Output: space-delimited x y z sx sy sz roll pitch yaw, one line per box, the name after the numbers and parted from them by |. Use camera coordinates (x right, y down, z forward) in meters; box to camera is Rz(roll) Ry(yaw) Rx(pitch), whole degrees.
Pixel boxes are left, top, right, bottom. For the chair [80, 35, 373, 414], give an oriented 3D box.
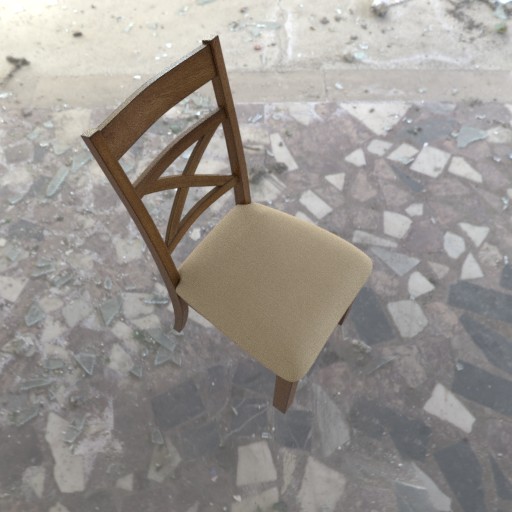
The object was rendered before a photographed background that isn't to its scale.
0.000 0.000 1.268 0.581 0.949 0.461 31 63 17 | chair
